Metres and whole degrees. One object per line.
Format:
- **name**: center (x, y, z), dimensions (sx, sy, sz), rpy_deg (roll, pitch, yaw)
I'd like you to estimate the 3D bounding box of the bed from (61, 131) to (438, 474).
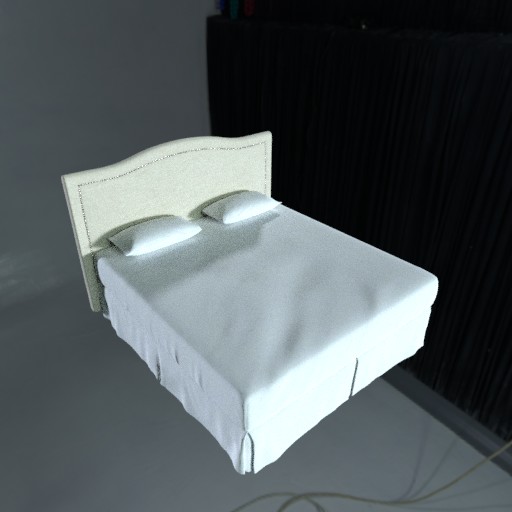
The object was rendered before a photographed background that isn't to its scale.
- **bed**: center (0.000, 0.000, 3.527), dimensions (2.083, 1.421, 2.182), rpy_deg (-22, 37, -34)
